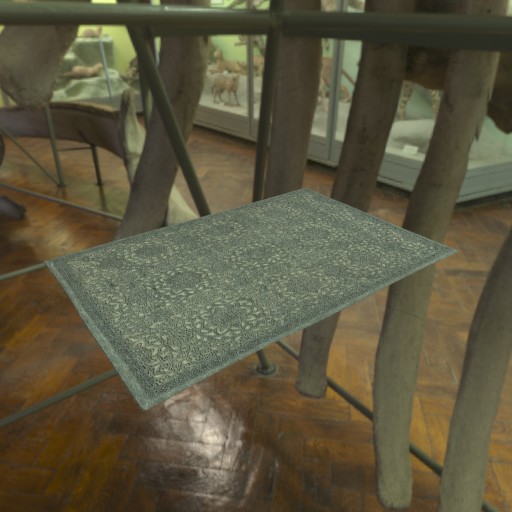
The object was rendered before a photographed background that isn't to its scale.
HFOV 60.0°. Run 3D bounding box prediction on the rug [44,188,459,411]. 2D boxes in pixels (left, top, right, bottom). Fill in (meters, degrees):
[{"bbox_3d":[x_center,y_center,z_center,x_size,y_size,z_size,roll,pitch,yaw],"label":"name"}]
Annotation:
[{"bbox_3d":[0.000,0.000,2.334,1.830,0.016,1.224,-20,34,-32],"label":"rug"}]
